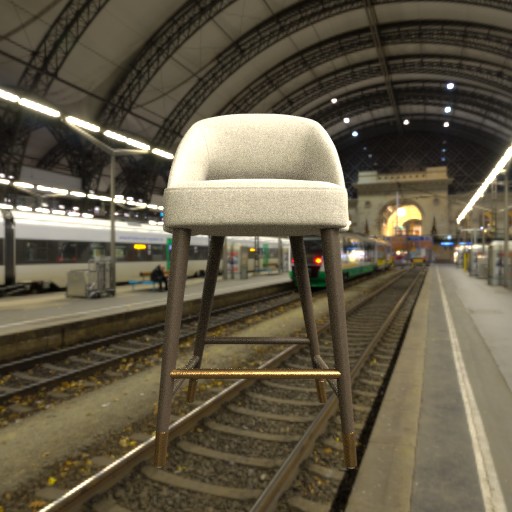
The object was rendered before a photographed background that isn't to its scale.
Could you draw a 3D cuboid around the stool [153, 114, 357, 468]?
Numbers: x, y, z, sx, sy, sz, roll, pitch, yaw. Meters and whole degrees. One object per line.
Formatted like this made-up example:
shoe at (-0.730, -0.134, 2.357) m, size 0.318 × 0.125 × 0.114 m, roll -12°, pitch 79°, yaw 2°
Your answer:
stool at (0.000, 0.000, 1.232) m, size 0.494 × 0.940 × 0.509 m, roll 0°, pitch 0°, yaw 1°
